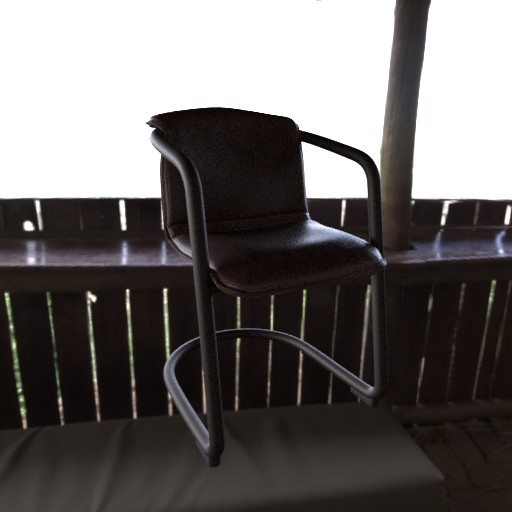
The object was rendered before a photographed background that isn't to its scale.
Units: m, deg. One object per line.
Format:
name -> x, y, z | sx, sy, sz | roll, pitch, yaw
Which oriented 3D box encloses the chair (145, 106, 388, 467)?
chair -> 0.000, 0.000, 1.274 | 0.536, 0.836, 0.664 | -8, 18, -27
